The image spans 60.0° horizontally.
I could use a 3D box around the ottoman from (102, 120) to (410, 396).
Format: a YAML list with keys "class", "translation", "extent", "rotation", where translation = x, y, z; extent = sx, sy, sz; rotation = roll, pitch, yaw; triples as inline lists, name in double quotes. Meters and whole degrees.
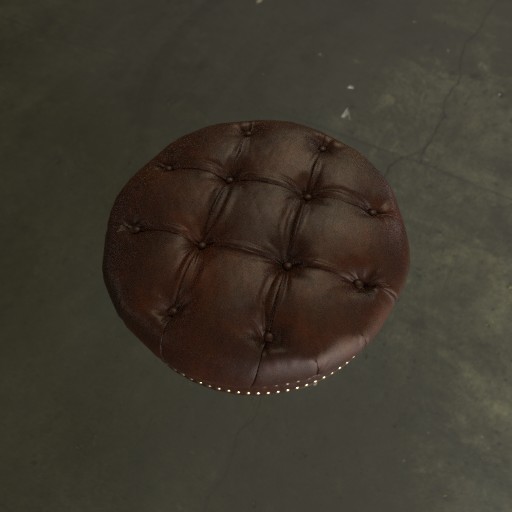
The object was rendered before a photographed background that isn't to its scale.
- class: "ottoman"
  translation: [0.000, 0.000, 1.404]
  extent: [0.901, 0.455, 0.901]
  rotation: [0, 58, 0]
